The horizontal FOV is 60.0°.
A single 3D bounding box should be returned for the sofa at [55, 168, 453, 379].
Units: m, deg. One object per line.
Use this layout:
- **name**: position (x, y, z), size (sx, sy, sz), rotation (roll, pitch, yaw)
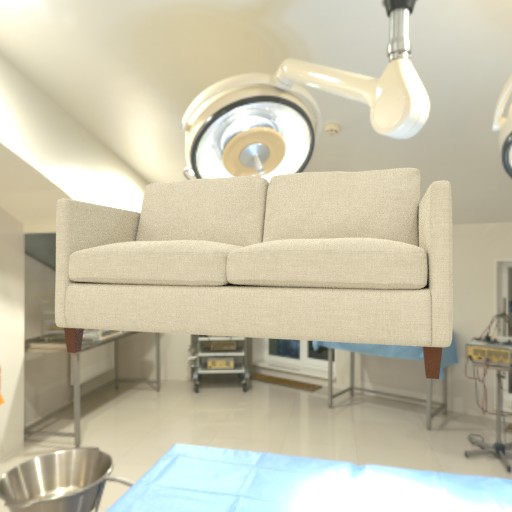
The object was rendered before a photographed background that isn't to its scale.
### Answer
- **sofa**: position (0.000, 0.000, 2.372), size (1.838, 0.963, 0.950), rotation (0, -1, 17)
